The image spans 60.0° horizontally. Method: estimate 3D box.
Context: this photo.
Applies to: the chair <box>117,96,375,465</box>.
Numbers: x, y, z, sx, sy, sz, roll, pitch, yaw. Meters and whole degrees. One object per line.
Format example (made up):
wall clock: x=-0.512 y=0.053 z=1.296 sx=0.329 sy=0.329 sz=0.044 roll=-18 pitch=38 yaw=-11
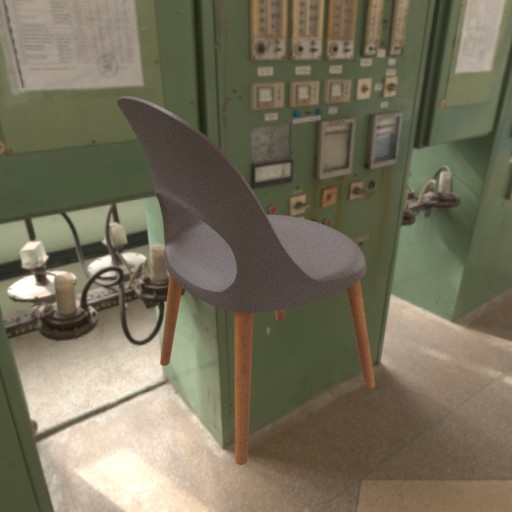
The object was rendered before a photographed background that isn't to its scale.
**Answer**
chair: x=0.000 y=0.000 z=1.132 sx=0.556 sy=0.794 sz=0.470 roll=-16 pitch=29 yaw=-31
